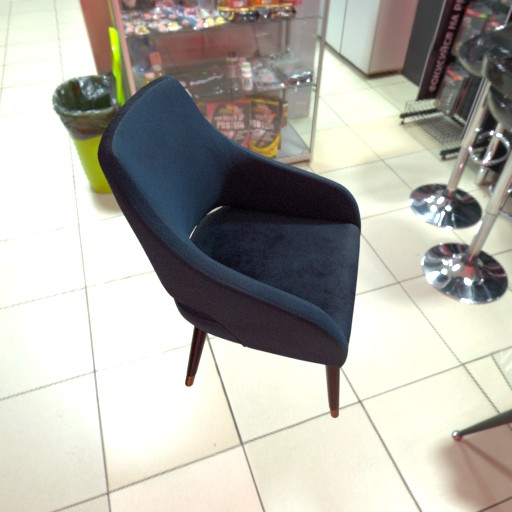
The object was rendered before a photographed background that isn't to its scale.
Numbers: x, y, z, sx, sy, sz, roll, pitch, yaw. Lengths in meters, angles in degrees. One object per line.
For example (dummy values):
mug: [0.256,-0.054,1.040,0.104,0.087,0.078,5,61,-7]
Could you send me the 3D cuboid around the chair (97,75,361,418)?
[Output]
chair: [0.000,0.000,1.598,0.794,1.081,0.683,10,46,9]
